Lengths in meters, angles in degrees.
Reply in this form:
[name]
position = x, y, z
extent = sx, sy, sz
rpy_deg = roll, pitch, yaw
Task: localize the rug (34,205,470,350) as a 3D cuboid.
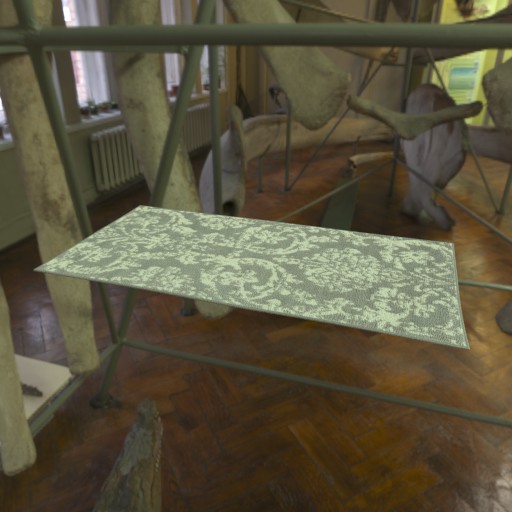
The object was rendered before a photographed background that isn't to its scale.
[rug]
position = 0.000, 0.000, 1.425
extent = 1.219, 0.007, 0.604
rpy_deg = 8, 27, 16
